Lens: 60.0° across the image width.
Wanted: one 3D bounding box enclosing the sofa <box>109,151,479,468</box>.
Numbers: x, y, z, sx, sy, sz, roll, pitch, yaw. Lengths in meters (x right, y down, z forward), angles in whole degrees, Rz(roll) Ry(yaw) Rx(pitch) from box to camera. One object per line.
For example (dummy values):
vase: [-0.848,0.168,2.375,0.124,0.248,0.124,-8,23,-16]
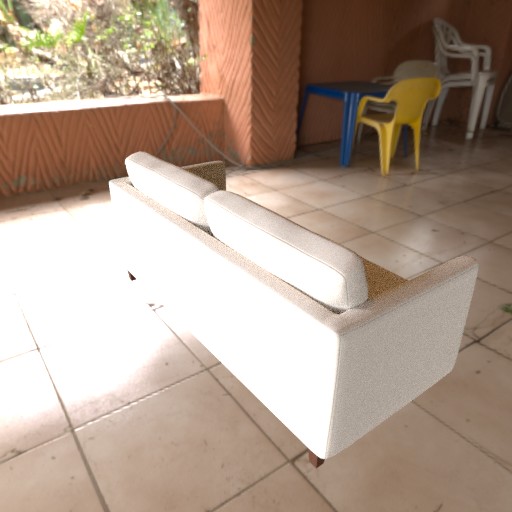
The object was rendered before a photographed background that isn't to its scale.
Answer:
sofa: [0.000,0.000,2.559,0.924,0.933,2.139,-18,32,-32]
